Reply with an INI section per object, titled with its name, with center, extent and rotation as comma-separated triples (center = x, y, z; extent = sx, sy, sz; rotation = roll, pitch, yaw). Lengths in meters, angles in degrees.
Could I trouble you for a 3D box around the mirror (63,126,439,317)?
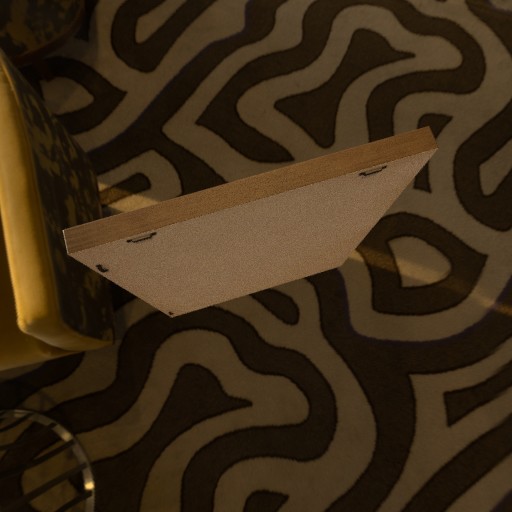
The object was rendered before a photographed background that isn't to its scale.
[mirror]
center = 0.000, 0.000, 0.926
extent = 0.508, 0.711, 0.039
rotation = -17, 76, -4
